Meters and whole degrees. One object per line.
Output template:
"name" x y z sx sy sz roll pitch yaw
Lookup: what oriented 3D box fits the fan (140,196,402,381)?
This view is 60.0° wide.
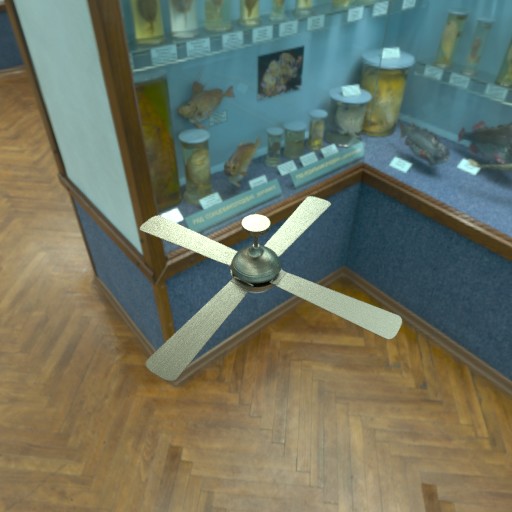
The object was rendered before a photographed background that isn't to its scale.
"fan" 0.000 0.000 2.037 1.321 0.381 1.321 -26 48 -27
